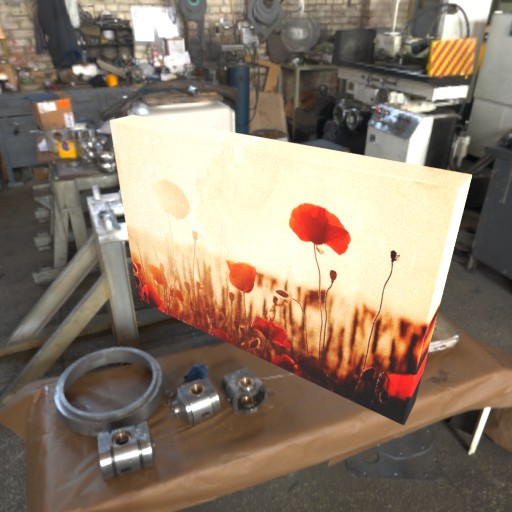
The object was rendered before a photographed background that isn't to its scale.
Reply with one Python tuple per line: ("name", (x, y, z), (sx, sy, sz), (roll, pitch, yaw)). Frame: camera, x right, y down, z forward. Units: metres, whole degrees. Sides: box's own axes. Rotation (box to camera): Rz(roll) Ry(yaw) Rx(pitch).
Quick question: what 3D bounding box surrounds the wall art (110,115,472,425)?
("wall art", (0.000, 0.000, 0.487), (0.383, 0.251, 0.037), (19, 34, 29))
